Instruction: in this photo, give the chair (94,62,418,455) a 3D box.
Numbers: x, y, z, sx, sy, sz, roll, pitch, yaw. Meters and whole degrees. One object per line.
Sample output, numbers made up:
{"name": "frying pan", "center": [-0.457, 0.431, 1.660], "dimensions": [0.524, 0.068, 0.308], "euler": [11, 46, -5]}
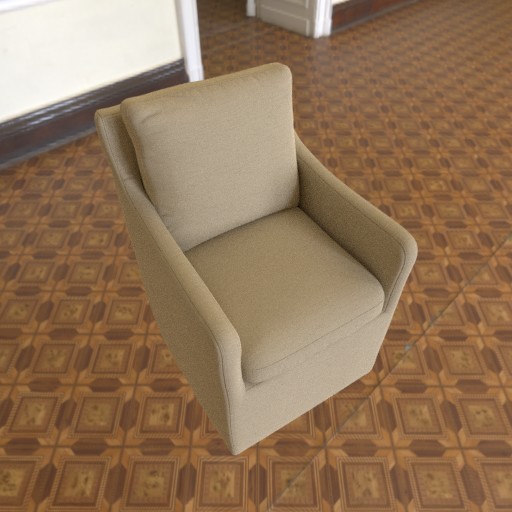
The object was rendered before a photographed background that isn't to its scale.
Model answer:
{"name": "chair", "center": [0.000, 0.000, 1.343], "dimensions": [0.626, 0.914, 0.694], "euler": [-24, 50, -22]}
